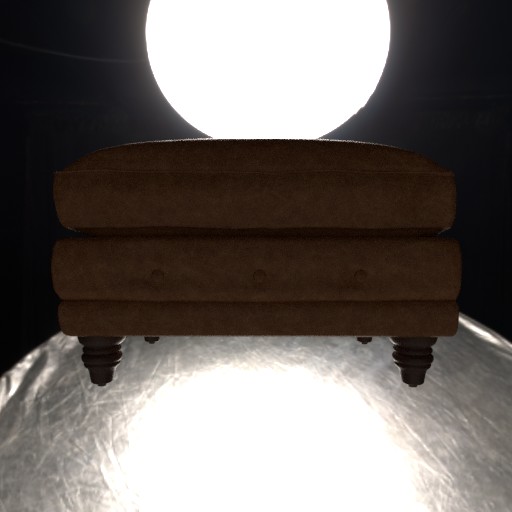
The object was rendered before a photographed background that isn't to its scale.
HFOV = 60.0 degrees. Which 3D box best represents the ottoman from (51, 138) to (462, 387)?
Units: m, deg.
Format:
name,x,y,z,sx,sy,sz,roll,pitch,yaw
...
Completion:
name,x,y,z,sx,sy,sz,roll,pitch,yaw
ottoman,0.000,0.000,1.013,0.710,0.480,0.533,0,0,1
